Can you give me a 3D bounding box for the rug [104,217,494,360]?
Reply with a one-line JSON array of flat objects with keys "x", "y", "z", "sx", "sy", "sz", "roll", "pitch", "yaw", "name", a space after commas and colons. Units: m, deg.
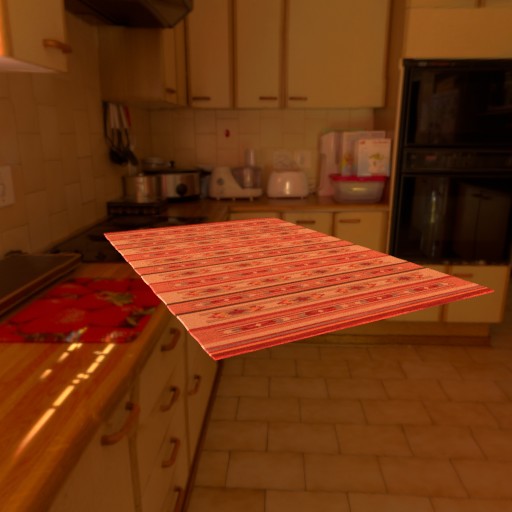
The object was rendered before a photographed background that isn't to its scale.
[{"x": 0.000, "y": 0.000, "z": 2.287, "sx": 1.223, "sy": 0.008, "sz": 1.817, "roll": -8, "pitch": 17, "yaw": -26, "name": "rug"}]
